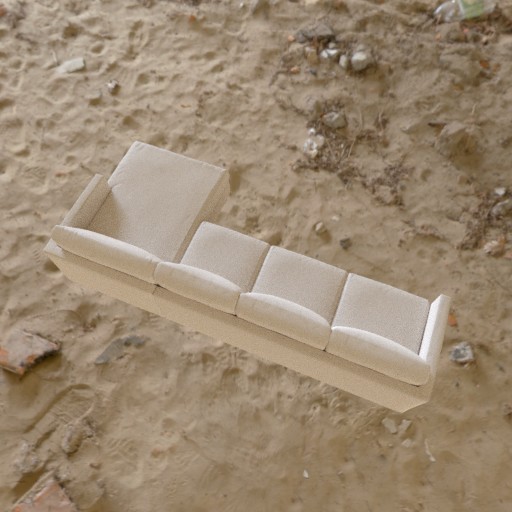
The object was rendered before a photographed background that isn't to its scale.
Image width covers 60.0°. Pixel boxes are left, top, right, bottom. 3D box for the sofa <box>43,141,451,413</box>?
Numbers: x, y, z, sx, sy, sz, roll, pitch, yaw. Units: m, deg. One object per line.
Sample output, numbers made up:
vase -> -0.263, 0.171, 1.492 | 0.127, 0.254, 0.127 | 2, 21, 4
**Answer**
sofa -> 0.000, 0.000, 4.189 | 3.471, 0.954, 1.606 | 20, 65, 10
